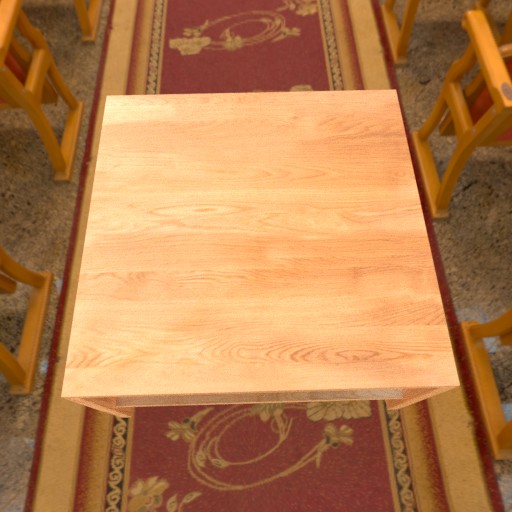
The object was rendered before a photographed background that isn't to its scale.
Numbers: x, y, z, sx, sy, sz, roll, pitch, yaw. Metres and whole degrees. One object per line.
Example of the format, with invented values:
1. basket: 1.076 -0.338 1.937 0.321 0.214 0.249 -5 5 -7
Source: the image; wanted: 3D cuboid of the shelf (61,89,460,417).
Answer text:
1. shelf: 0.000 0.000 1.405 0.899 0.480 0.899 -1 65 -1
